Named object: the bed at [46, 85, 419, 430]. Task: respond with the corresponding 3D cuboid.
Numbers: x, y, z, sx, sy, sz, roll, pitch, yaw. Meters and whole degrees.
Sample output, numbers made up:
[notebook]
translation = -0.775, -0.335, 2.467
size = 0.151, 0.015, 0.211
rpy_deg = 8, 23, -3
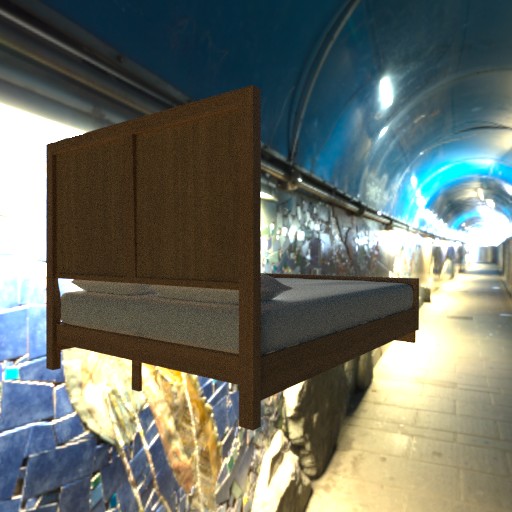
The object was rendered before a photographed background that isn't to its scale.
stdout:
[bed]
translation = 0.000, 0.000, 3.131
size = 1.606, 1.387, 2.184
rpy_deg = 0, 0, 37
